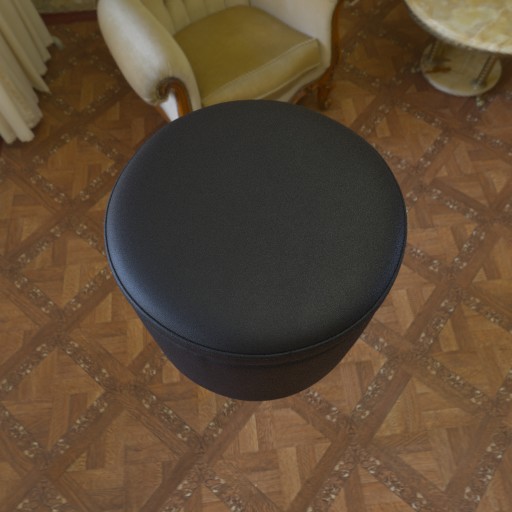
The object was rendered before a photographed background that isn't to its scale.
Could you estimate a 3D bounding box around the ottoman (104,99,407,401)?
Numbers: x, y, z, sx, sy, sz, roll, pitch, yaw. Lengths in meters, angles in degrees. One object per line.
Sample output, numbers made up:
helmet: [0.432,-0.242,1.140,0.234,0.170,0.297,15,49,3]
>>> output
ottoman: [0.000,0.000,0.882,0.501,0.409,0.501,0,63,0]
